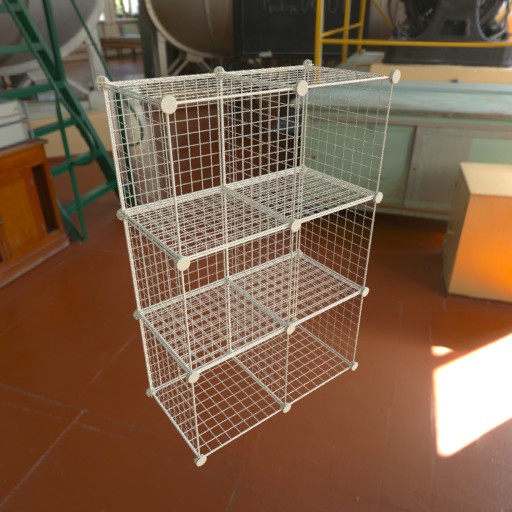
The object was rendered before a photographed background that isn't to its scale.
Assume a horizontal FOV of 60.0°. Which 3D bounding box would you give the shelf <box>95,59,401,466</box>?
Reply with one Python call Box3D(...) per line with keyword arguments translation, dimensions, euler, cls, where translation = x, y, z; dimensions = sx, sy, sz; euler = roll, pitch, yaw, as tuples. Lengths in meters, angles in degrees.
Box3D(translation=(0.000, 0.000, 1.388), dimensions=(0.711, 1.067, 0.356), euler=(-20, 35, -32), cls="shelf")
